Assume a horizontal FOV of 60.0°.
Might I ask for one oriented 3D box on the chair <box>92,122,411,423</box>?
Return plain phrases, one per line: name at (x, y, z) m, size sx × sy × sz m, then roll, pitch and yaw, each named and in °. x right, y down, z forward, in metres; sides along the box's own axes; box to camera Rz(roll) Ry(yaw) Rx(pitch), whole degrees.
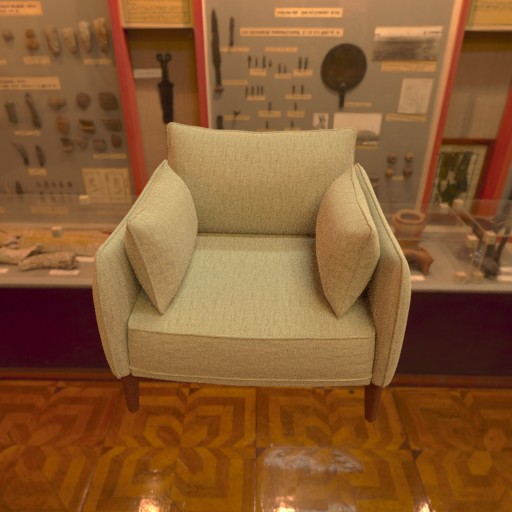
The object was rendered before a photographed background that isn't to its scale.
chair at (0.000, 0.000, 1.760) m, size 0.994 × 0.855 × 0.991 m, roll 1°, pitch 31°, yaw 2°
